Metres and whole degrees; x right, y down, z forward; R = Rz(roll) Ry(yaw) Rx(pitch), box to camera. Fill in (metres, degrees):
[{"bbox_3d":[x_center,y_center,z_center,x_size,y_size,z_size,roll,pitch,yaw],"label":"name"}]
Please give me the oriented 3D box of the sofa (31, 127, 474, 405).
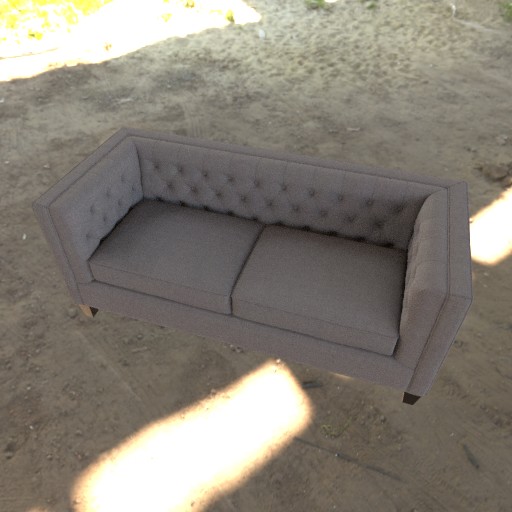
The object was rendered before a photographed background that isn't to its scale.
[{"bbox_3d":[0.000,0.000,2.201,1.778,0.762,0.775,12,44,13],"label":"sofa"}]
